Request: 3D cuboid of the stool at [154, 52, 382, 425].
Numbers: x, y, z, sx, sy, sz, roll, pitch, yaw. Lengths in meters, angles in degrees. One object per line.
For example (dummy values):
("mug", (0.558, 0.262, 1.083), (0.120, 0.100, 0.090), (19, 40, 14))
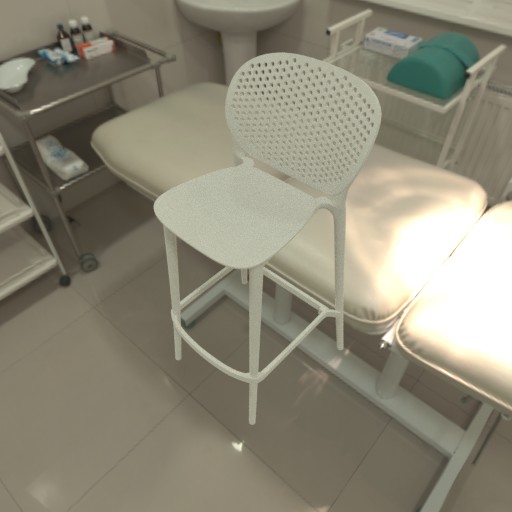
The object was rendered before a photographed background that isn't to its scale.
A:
("stool", (0.000, 0.000, 1.386), (0.536, 1.045, 0.535), (32, 54, 27))
